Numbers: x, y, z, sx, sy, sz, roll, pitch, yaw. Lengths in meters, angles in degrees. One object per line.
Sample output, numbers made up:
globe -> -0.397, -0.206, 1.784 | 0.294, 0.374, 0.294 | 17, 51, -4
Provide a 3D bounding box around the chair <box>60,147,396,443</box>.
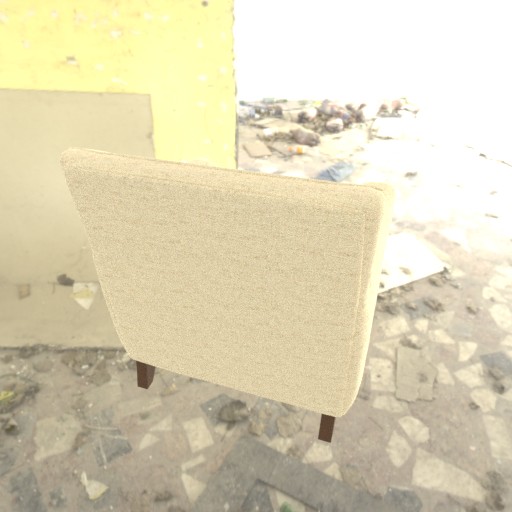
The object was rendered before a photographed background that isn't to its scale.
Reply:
chair -> 0.000, 0.000, 1.579 | 0.870, 0.943, 0.823 | 11, 34, 16
